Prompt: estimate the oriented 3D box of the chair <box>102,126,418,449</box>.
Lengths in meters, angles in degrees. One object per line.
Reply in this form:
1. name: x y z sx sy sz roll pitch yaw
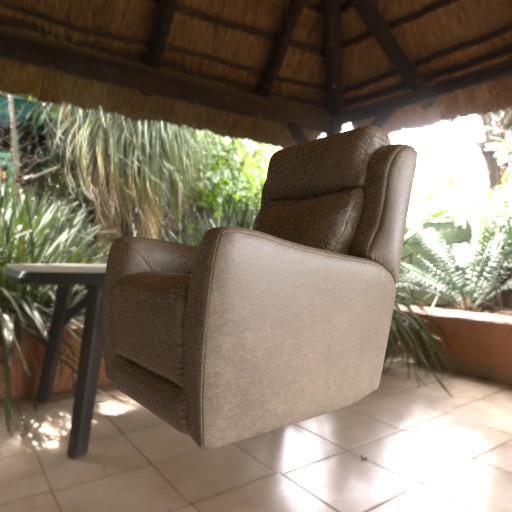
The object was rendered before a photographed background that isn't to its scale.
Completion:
1. chair: 0.000 0.000 1.895 1.068 1.116 0.967 -1 1 -36
